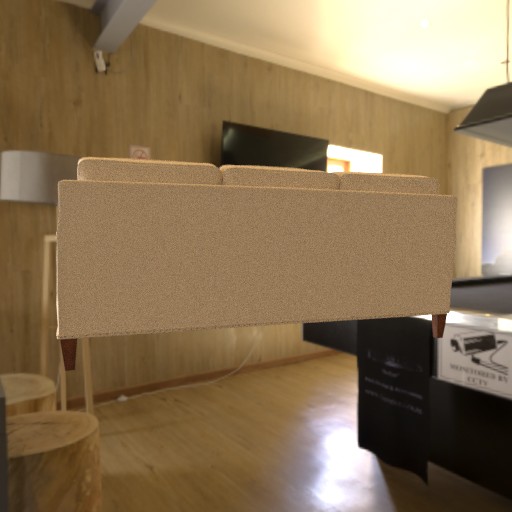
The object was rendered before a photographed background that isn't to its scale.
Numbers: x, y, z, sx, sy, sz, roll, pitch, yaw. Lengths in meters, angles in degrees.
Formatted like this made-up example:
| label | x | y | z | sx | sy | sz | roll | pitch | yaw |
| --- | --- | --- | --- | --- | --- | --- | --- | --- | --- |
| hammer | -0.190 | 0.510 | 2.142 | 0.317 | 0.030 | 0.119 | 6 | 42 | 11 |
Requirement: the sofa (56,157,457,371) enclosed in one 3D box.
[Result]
| label | x | y | z | sx | sy | sz | roll | pitch | yaw |
| --- | --- | --- | --- | --- | --- | --- | --- | --- | --- |
| sofa | 0.000 | 0.000 | 2.767 | 2.246 | 1.003 | 1.084 | -1 | 2 | -19 |
